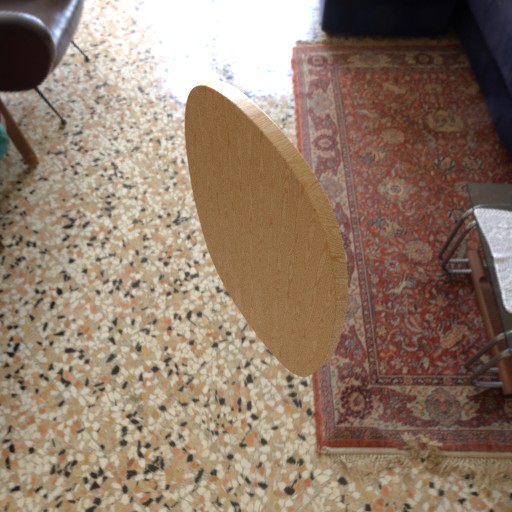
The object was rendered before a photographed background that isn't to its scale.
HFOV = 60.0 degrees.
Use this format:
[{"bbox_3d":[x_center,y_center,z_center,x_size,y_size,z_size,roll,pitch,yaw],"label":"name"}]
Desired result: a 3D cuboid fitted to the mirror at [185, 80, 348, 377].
[{"bbox_3d":[0.000,0.000,1.353,0.037,1.075,0.724,-30,62,-18],"label":"mirror"}]
